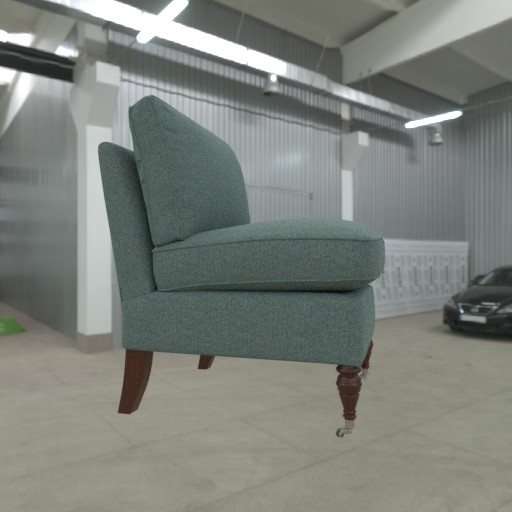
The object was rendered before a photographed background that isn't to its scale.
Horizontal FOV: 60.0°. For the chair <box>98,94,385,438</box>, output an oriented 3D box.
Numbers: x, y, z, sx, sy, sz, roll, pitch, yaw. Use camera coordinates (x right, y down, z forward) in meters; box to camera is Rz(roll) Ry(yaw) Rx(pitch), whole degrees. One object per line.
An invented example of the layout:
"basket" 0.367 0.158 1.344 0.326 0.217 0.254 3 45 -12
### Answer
"chair" 0.000 0.000 1.442 0.796 0.901 0.624 0 0 18
